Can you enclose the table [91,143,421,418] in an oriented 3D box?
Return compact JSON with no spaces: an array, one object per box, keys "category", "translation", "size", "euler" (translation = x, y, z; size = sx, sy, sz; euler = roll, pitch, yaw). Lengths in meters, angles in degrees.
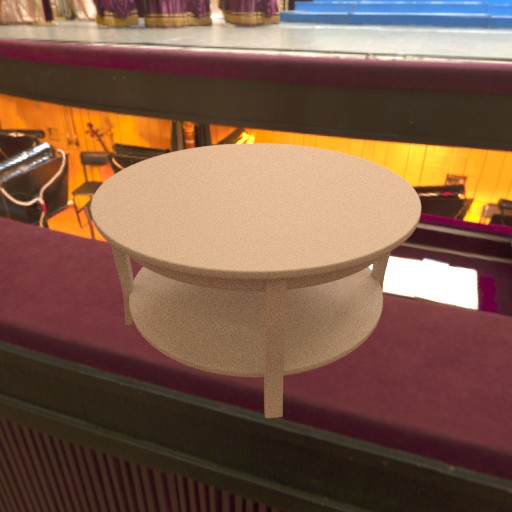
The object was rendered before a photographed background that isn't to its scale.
[{"category":"table","translation":[0.000,0.000,1.395],"size":[0.910,0.457,0.910],"euler":[0,30,0]}]
